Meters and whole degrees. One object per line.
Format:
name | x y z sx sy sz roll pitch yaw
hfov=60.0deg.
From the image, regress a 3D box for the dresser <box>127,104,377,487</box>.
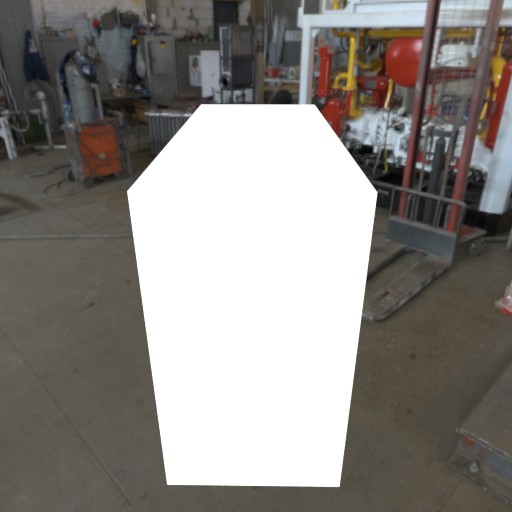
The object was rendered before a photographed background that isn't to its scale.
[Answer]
dresser | 0.000 0.000 1.490 0.460 0.820 1.100 0 27 1
